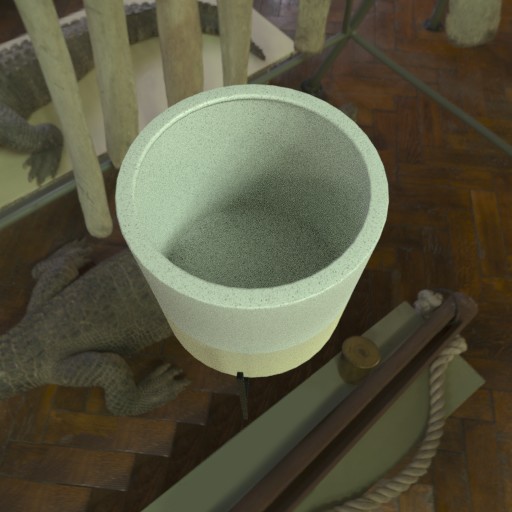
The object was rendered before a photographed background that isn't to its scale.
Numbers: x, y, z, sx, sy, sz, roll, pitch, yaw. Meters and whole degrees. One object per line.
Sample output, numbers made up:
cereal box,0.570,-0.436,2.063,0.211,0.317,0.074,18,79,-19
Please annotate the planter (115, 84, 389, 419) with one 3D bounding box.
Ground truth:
planter,0.000,0.000,0.551,0.267,0.362,0.263,-35,68,-16
